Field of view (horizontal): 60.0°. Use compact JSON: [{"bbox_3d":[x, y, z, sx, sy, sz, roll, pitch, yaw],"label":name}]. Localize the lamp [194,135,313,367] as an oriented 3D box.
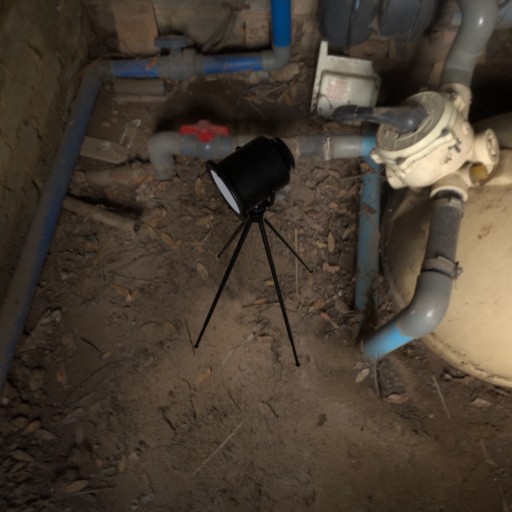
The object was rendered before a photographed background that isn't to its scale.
[{"bbox_3d":[0.000,0.000,2.071,0.884,1.504,0.879,-32,68,-14],"label":"lamp"}]
